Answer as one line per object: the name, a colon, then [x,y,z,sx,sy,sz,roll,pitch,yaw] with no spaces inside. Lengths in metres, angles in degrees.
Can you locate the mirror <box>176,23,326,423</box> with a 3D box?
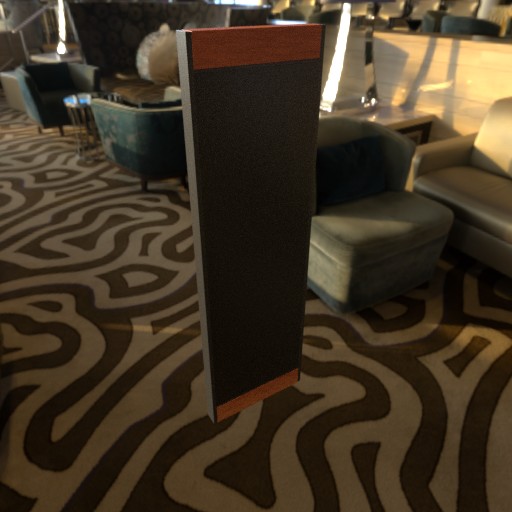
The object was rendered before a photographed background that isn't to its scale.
mirror: [0.000,0.000,1.220,0.343,1.123,0.047,-18,36,-27]
